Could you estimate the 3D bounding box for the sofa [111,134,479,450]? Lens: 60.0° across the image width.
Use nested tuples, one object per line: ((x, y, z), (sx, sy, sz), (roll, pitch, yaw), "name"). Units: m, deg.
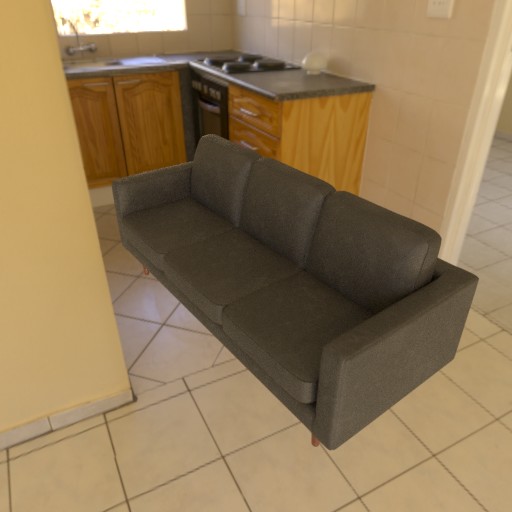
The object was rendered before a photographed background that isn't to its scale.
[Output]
((0.000, 0.000, 2.480), (0.879, 0.899, 2.029), (-22, 37, -31), "sofa")
